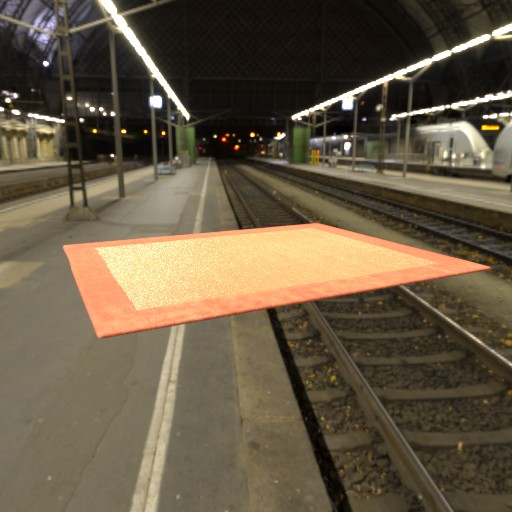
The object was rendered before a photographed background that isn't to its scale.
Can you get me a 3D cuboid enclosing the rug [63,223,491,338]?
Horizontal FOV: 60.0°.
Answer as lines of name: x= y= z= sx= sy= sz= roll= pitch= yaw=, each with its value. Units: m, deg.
rug: x=0.000 y=0.000 z=3.898 sx=2.976 sy=0.018 sz=2.430 roll=-7 pitch=15 yaw=-26
